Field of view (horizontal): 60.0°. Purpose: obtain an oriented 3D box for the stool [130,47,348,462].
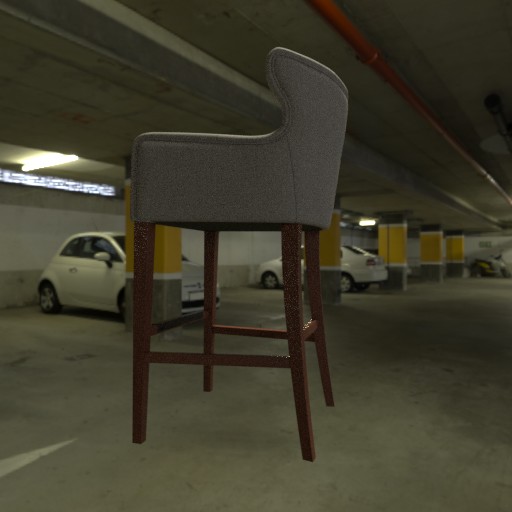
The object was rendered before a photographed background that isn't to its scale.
[{"bbox_3d":[0.000,0.000,1.409,0.575,1.047,0.575,0,0,17],"label":"stool"}]
